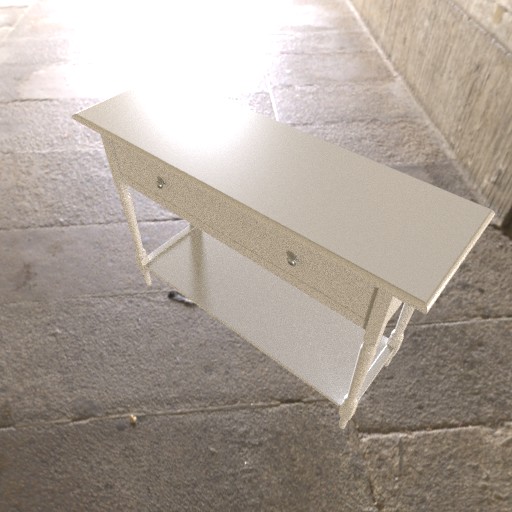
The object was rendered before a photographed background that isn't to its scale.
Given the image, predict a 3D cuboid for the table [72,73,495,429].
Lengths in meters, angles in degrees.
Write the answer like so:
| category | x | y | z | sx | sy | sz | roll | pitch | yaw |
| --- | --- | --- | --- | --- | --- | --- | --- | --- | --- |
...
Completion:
| category | x | y | z | sx | sy | sz | roll | pitch | yaw |
| --- | --- | --- | --- | --- | --- | --- | --- | --- | --- |
| table | 0.000 | 0.000 | 1.528 | 1.197 | 0.808 | 0.384 | 31 | 54 | 26 |
